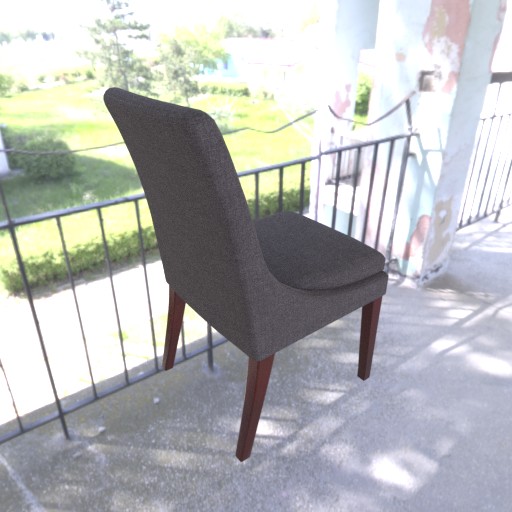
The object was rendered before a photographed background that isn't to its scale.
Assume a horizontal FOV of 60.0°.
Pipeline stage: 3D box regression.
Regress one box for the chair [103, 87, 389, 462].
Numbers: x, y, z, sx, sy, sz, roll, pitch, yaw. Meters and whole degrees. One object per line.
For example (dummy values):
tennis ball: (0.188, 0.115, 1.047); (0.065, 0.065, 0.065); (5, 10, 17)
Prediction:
chair: (0.000, 0.000, 1.321); (0.655, 0.952, 0.508); (-19, 33, -32)
